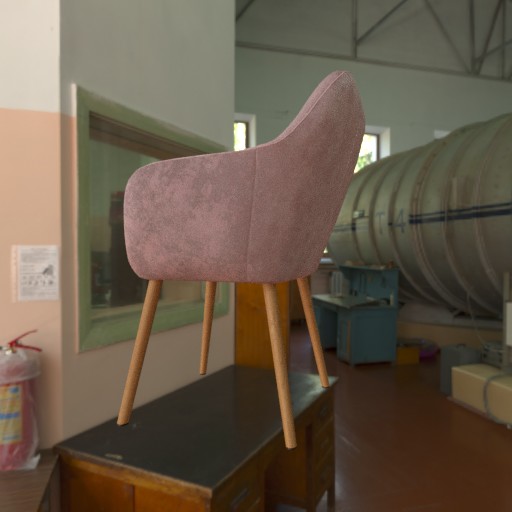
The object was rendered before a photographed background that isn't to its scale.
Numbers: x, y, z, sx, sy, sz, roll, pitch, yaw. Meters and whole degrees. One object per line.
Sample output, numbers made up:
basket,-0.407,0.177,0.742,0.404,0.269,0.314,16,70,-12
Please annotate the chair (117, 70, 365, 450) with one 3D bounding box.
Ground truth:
chair,0.000,0.000,1.226,0.570,0.832,0.610,0,1,18
